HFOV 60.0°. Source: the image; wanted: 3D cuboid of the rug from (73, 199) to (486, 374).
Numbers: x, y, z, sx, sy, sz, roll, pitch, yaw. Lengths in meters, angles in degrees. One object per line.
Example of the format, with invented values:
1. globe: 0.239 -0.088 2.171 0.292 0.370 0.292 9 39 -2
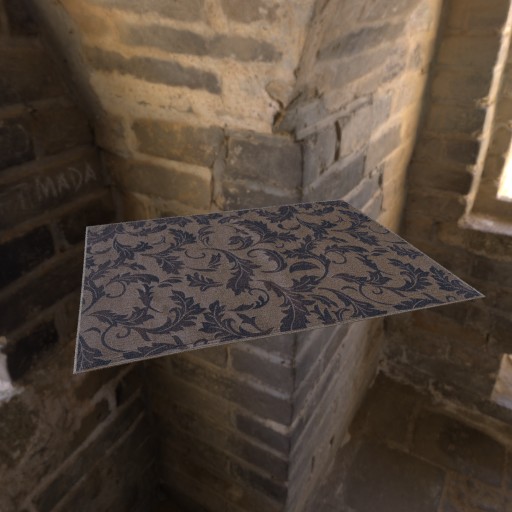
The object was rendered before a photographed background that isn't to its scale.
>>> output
1. rug: 0.000 0.000 4.012 2.977 0.008 2.380 -8 27 -15
